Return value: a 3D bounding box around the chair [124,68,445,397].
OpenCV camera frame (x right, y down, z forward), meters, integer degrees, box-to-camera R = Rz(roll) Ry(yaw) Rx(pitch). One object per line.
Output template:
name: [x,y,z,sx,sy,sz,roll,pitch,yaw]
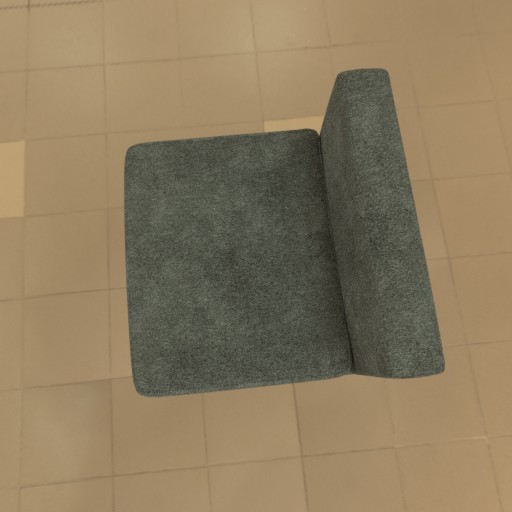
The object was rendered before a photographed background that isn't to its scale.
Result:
chair: [0.000,0.000,1.204,0.680,0.660,0.680,-6,77,-1]
